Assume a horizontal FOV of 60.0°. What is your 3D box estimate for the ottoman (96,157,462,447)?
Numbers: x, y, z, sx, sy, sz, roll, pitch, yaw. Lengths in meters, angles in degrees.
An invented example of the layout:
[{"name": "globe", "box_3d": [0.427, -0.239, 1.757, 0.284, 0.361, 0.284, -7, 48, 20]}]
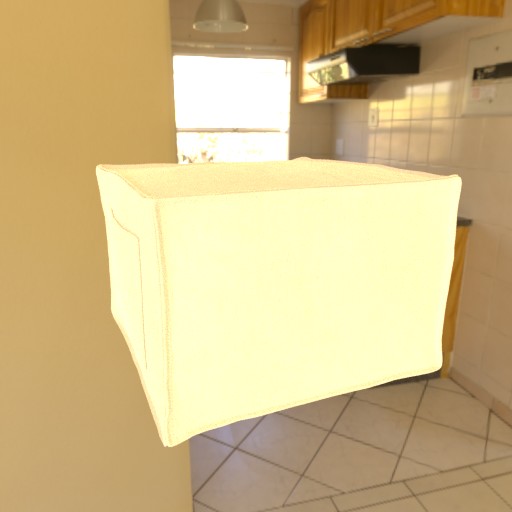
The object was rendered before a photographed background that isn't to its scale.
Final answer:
[{"name": "ottoman", "box_3d": [0.000, 0.000, 1.145, 0.696, 0.470, 0.707, -7, 17, -24]}]
